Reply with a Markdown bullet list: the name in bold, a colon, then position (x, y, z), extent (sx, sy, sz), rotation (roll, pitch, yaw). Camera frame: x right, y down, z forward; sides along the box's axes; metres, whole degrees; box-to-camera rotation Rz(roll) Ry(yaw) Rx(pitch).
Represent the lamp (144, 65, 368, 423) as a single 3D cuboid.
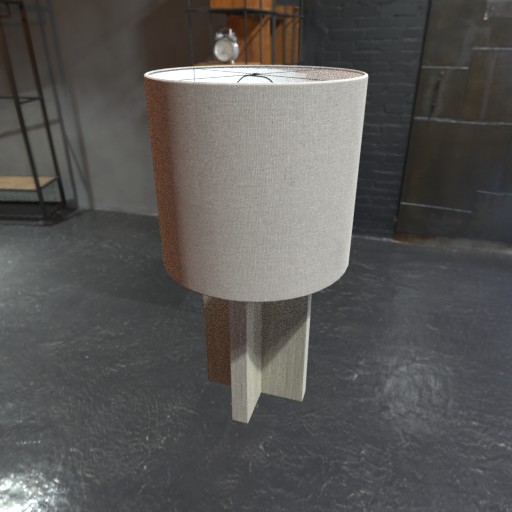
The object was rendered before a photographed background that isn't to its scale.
- **lamp**: position (0.000, 0.000, 0.557), extent (0.229, 0.428, 0.229), rotation (8, 28, 16)
